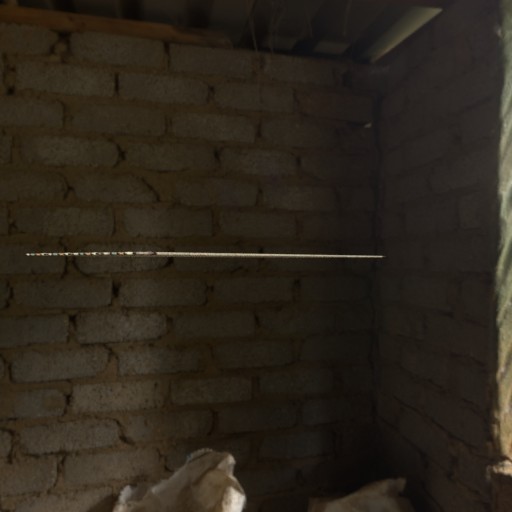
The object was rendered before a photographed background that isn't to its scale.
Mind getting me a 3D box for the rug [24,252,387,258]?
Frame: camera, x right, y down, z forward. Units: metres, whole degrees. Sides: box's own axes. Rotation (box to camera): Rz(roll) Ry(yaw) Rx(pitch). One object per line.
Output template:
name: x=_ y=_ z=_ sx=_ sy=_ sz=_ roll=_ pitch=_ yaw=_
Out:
rug: x=0.000 y=0.000 z=2.726 sx=0.769 sy=0.013 sz=2.440 roll=0 pitch=-1 yaw=36
